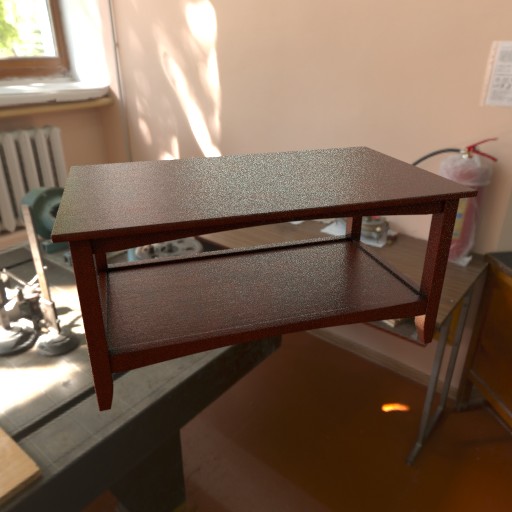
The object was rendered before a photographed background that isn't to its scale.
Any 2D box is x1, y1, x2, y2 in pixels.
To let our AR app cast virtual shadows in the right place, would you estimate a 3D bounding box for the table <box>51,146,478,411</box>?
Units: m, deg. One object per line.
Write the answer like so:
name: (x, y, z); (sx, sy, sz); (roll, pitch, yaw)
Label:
table: (0.000, 0.000, 1.255); (0.943, 0.456, 0.533); (-7, 26, -15)
